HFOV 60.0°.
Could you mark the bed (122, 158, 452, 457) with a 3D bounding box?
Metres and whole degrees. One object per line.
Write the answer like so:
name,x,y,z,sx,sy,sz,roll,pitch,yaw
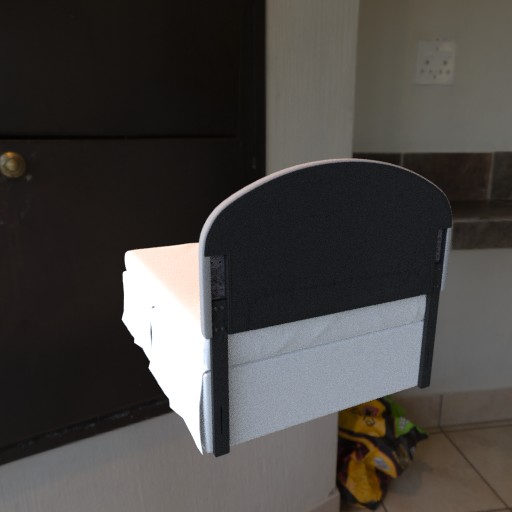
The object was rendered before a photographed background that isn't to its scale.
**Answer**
bed,0.000,0.000,3.153,1.607,1.410,2.005,-7,16,-26
